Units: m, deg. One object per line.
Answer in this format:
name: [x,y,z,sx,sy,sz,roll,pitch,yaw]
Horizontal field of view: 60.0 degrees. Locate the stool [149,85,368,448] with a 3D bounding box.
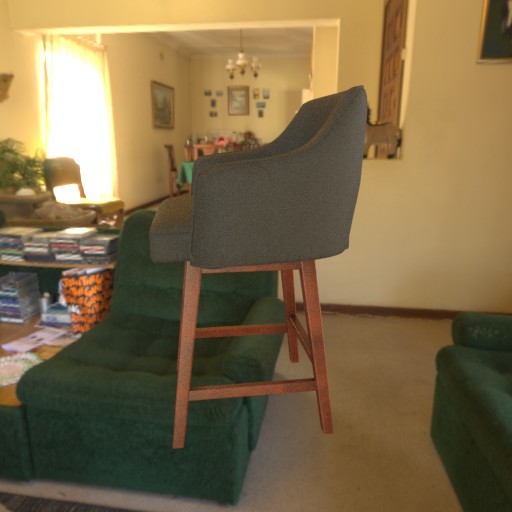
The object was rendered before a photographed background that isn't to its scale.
stool: [0.000,0.000,1.281,0.558,0.912,0.548,-2,15,-8]
